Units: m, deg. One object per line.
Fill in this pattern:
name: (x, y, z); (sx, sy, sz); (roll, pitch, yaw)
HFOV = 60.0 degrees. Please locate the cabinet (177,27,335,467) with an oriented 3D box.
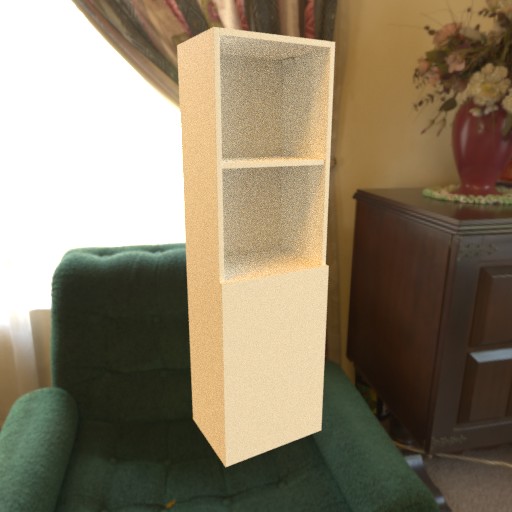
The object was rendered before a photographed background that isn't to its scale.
cabinet: (0.000, 0.000, 1.534); (0.400, 1.350, 0.300); (-8, 17, -28)
